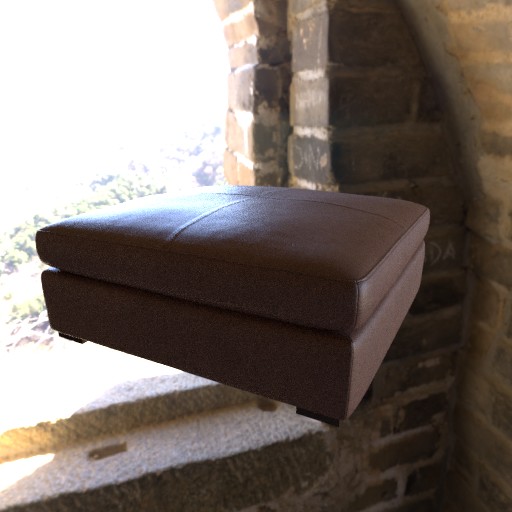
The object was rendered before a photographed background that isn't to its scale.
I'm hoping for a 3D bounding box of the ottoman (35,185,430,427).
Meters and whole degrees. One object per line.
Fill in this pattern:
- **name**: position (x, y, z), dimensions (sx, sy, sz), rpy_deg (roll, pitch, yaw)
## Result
- **ottoman**: position (0.000, 0.000, 1.775), dimensions (1.168, 0.490, 1.168), rpy_deg (9, 19, 27)
